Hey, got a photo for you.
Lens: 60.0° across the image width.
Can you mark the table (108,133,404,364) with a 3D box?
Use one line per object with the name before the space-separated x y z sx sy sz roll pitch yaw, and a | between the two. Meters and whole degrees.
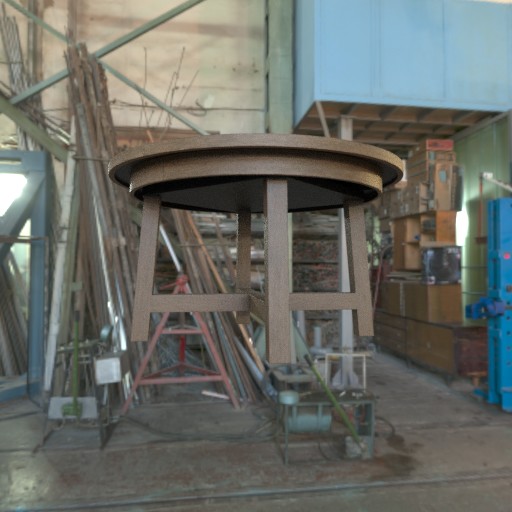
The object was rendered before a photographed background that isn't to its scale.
table | 0.000 0.000 2.080 1.319 0.762 1.319 0 -1 0
